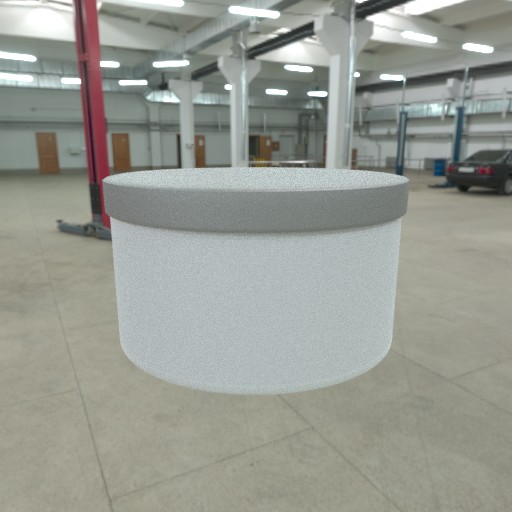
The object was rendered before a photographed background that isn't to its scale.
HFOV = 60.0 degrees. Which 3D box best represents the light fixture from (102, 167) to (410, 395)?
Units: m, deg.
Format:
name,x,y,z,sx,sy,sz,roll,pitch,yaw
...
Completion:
name,x,y,z,sx,sy,sz,roll,pitch,yaw
light fixture,0.000,0.000,0.625,0.393,0.229,0.393,0,14,0
